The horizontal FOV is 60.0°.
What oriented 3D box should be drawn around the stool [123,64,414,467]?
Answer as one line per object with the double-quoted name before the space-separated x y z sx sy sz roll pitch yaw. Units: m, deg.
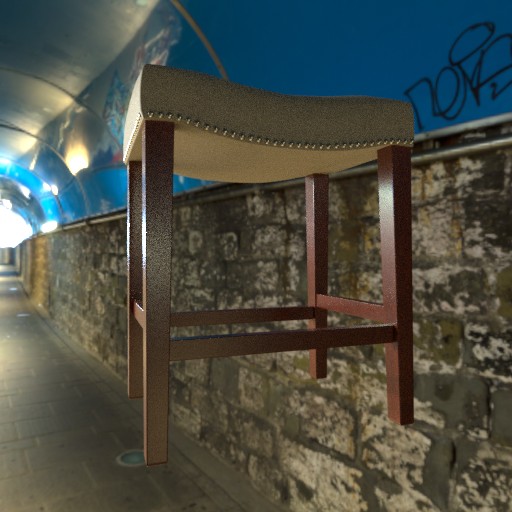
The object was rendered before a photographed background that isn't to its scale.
"stool" 0.000 0.000 0.917 0.509 0.632 0.375 0 0 -20
